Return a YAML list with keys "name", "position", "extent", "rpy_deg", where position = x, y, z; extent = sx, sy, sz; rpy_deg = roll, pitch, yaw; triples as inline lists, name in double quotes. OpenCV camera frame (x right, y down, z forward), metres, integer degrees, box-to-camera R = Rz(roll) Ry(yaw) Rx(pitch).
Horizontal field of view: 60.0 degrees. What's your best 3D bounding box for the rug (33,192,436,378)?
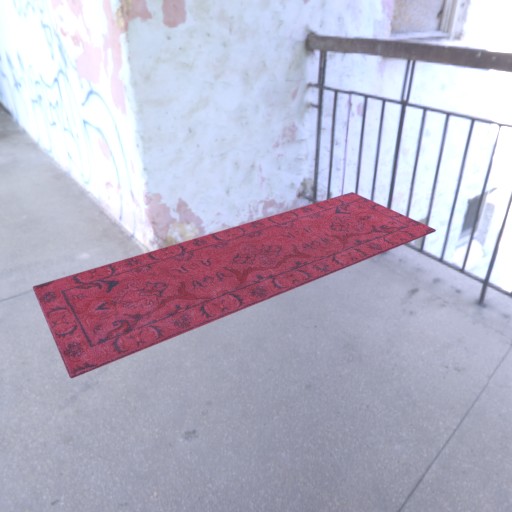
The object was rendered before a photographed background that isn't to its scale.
- name: "rug"
  position: [0.000, 0.000, 2.750]
  extent: [2.439, 0.018, 0.813]
  rpy_deg: [-19, 36, -29]
